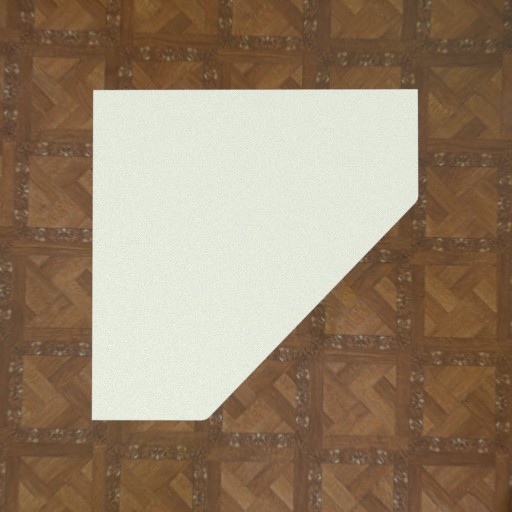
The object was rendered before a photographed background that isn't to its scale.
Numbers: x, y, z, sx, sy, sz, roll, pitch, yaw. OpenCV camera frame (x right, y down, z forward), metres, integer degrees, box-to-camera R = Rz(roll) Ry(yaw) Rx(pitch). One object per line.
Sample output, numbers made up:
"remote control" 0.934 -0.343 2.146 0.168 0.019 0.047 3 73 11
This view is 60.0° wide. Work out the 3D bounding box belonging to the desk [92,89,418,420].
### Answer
"desk" 0.000 0.000 1.669 0.926 0.818 0.940 0 89 0
